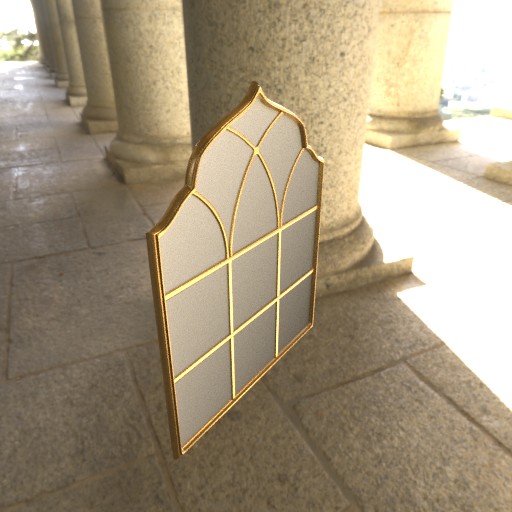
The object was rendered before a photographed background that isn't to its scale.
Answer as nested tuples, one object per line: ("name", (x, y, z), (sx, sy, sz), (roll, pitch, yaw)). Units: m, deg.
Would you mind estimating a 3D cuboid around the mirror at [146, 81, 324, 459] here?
("mirror", (0.000, 0.000, 0.862), (0.018, 0.635, 0.513), (18, 32, 31))
